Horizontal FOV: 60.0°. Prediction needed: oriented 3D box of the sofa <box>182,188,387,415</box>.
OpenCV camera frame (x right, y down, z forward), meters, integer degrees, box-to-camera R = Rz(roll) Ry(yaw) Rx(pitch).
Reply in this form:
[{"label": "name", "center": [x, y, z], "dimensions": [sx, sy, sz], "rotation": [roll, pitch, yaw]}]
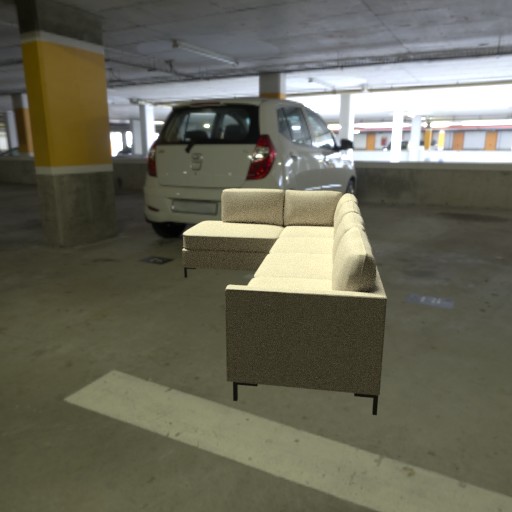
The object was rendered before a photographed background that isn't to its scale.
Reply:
[{"label": "sofa", "center": [0.000, 0.000, 4.241], "dimensions": [2.048, 0.996, 3.384], "rotation": [2, 14, 10]}]
